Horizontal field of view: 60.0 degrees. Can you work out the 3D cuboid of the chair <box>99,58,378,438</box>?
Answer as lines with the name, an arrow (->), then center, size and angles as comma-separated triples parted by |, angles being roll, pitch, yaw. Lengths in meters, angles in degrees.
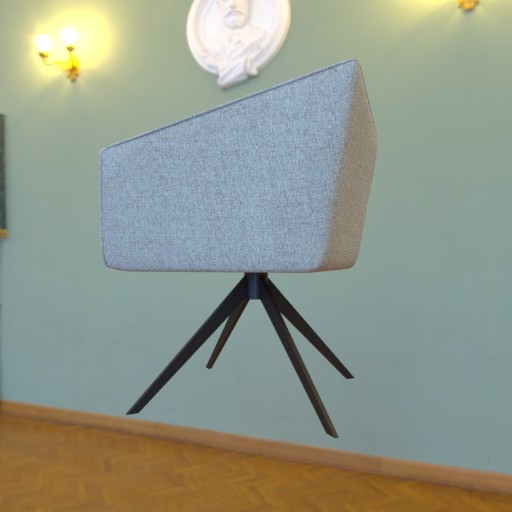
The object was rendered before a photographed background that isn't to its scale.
chair -> 0.000, 0.000, 1.230 | 0.623, 0.760, 0.628 | 0, -1, 19
